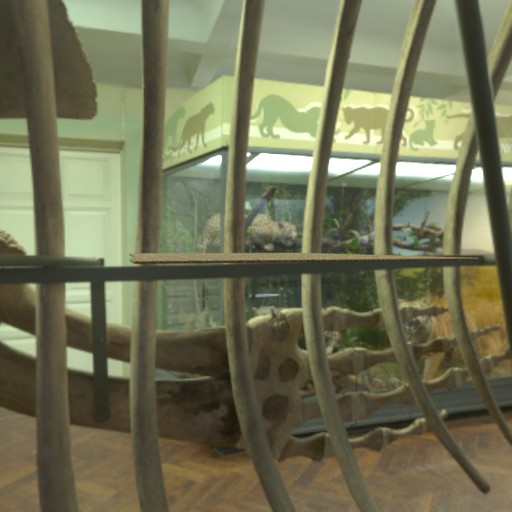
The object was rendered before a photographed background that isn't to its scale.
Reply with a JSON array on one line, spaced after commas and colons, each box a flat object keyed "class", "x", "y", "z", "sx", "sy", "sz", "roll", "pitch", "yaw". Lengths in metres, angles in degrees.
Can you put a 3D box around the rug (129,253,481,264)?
[{"class": "rug", "x": 0.000, "y": 0.000, "z": 2.807, "sx": 1.566, "sy": 0.013, "sz": 2.141, "roll": 0, "pitch": 1, "yaw": -17}]
